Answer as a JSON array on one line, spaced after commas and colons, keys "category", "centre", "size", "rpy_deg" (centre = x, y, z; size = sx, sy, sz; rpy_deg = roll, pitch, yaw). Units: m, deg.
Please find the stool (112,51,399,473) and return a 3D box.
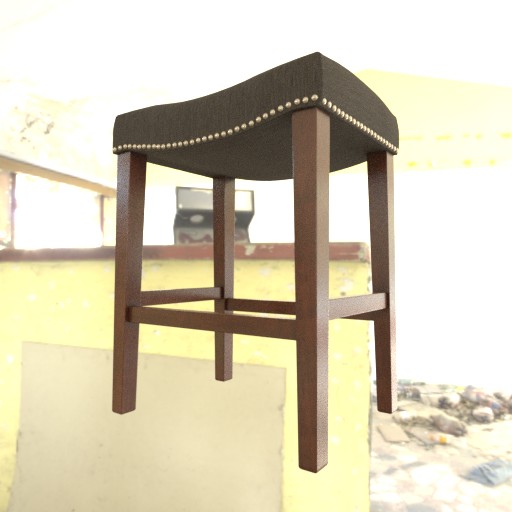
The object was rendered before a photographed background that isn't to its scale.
[{"category": "stool", "centre": [0.000, 0.000, 0.941], "size": [0.504, 0.654, 0.372], "rpy_deg": [-1, -2, 36]}]
